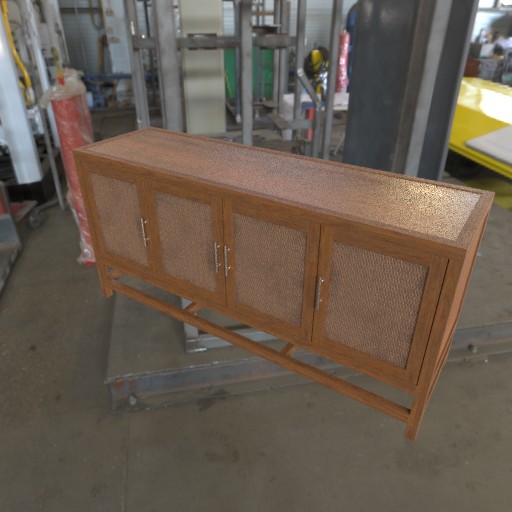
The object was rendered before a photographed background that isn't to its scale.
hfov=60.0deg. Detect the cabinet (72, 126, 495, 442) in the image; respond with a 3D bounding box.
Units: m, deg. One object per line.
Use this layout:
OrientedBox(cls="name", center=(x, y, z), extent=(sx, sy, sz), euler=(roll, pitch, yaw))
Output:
OrientedBox(cls="cabinet", center=(0.000, 0.000, 2.010), extent=(1.708, 0.820, 0.522), euler=(18, 35, 28))
